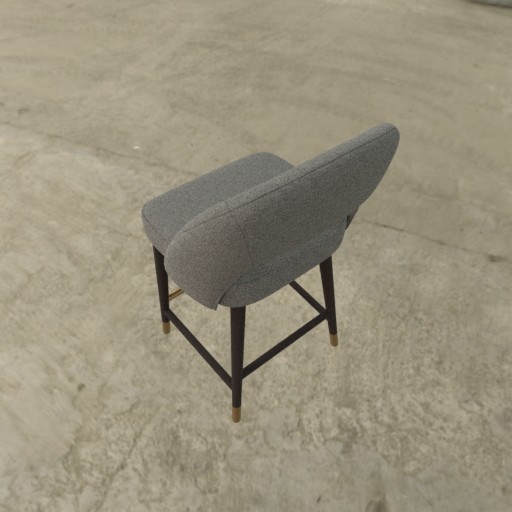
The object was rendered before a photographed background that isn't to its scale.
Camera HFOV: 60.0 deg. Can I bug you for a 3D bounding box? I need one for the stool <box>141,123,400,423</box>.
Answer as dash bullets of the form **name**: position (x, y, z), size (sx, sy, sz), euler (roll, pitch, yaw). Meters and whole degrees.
- **stool**: position (0.000, 0.000, 1.259), size (0.536, 0.925, 0.524), euler (-30, 53, -26)
